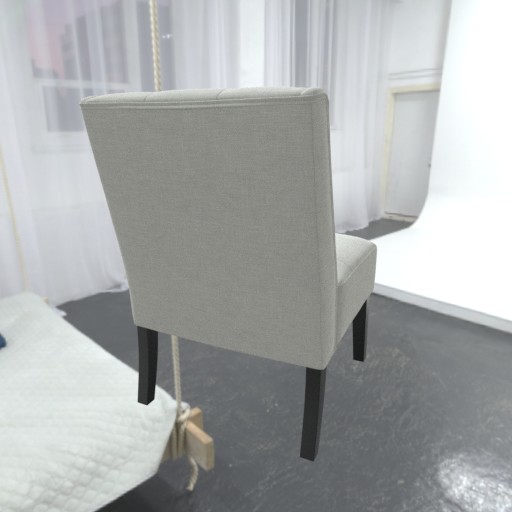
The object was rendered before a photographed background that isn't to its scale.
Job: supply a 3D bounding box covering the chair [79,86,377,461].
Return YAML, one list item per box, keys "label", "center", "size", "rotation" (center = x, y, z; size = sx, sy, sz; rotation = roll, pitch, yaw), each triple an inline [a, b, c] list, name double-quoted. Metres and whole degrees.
- label: "chair"
  center: [0.000, 0.000, 1.264]
  size: [0.569, 0.853, 0.676]
  rotation: [8, 18, 25]
